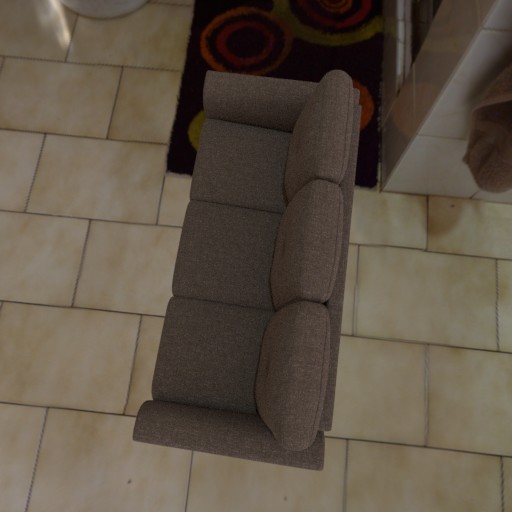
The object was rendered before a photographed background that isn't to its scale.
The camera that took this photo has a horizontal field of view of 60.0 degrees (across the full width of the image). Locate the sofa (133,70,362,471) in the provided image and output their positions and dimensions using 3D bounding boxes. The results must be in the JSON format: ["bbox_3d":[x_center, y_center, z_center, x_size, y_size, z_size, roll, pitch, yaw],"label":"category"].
[{"bbox_3d":[0.000,0.000,2.256,0.837,0.891,1.847,8,75,2],"label":"sofa"}]
